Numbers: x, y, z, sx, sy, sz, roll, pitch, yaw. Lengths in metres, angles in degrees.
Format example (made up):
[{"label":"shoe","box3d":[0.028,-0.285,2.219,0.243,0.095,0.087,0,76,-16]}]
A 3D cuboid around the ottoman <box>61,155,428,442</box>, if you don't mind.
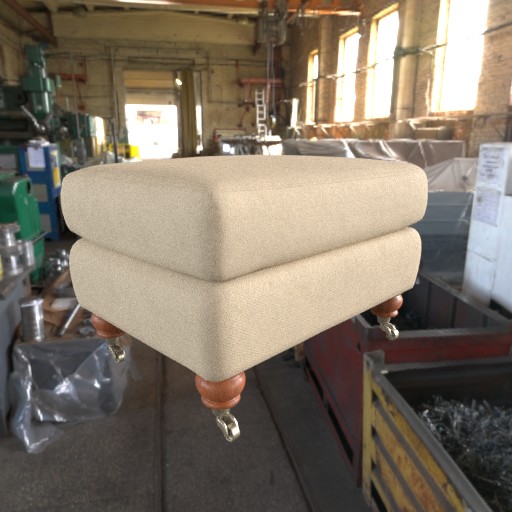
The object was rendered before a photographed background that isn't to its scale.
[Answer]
[{"label":"ottoman","box3d":[0.000,0.000,1.144,0.569,0.504,0.773,14,20,43]}]
